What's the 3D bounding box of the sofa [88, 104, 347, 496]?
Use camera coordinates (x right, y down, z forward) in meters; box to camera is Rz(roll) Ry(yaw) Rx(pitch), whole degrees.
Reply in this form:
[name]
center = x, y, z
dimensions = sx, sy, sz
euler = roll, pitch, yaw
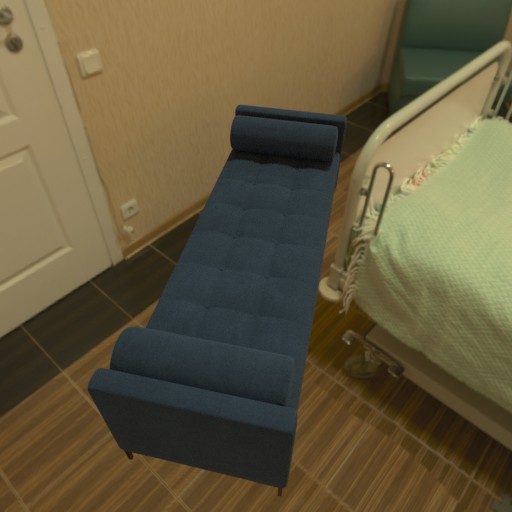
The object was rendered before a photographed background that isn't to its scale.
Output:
[sofa]
center = 0.000, 0.000, 2.258
dimensions = 0.686, 0.635, 1.981
euler = 9, 46, 9
